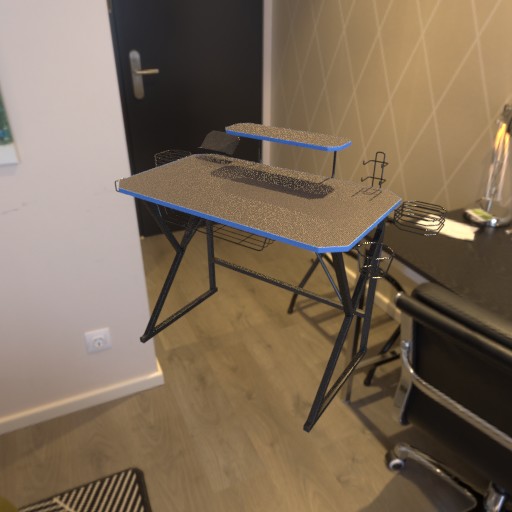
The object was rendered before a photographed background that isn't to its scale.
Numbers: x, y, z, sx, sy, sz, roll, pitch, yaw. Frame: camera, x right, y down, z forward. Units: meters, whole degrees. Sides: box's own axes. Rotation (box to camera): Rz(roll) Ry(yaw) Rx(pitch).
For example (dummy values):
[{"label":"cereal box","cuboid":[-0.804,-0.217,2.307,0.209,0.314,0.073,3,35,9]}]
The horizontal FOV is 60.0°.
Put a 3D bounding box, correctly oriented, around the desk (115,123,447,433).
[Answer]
[{"label":"desk","cuboid":[0.000,0.000,1.808,1.295,0.909,0.594,19,34,30]}]
